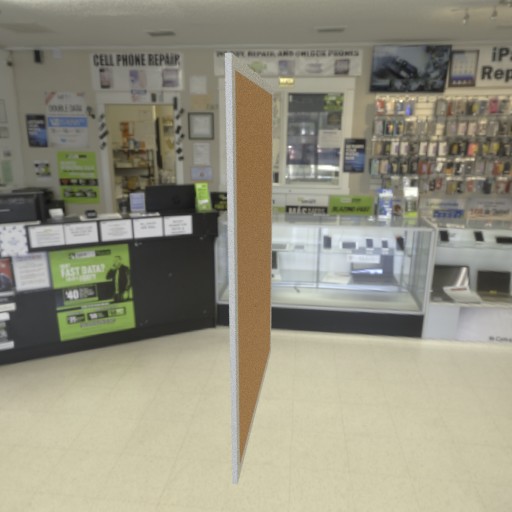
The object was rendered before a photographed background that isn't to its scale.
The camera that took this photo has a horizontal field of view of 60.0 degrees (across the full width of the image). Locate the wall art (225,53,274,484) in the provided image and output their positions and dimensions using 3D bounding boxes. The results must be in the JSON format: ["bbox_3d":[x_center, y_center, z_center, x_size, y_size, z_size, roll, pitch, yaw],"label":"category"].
[{"bbox_3d":[0.000,0.000,1.236,0.013,0.940,0.659,2,16,8],"label":"wall art"}]
